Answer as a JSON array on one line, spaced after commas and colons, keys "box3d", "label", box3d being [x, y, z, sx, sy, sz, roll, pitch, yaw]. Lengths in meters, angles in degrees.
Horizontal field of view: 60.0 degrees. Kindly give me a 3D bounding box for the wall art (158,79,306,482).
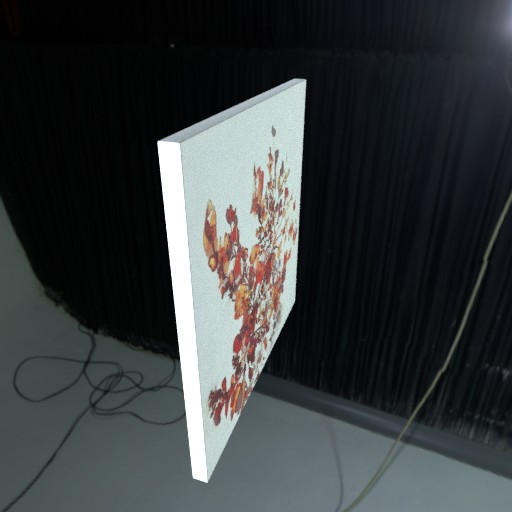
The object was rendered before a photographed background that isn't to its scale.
[{"box3d": [0.000, 0.000, 1.501, 0.049, 1.009, 1.009, 9, 30, 17], "label": "wall art"}]
